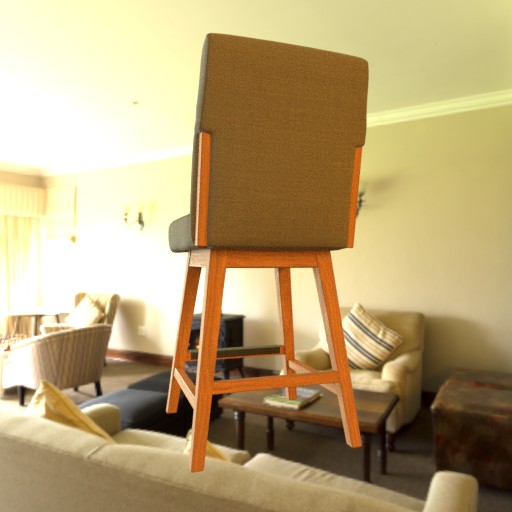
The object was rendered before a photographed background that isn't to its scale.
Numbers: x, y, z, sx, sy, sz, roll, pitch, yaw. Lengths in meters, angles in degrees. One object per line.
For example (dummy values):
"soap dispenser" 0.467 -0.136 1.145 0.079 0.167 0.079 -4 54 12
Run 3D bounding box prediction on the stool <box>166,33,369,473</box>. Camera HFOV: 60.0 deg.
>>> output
"stool" 0.000 0.000 1.306 0.459 1.019 0.570 0 -1 -19
